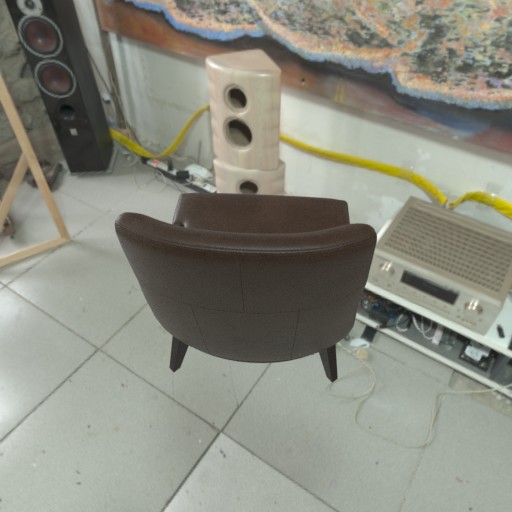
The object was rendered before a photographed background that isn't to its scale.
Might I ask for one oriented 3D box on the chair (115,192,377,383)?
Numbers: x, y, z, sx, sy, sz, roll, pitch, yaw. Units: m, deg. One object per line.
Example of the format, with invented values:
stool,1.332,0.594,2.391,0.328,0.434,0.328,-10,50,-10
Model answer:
chair,0.000,0.000,1.468,0.701,0.909,0.861,3,46,3
